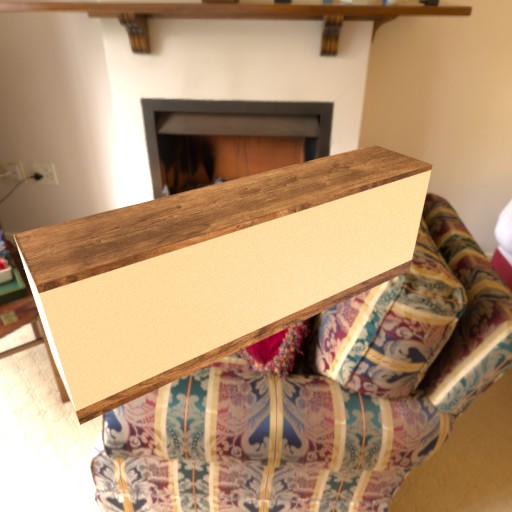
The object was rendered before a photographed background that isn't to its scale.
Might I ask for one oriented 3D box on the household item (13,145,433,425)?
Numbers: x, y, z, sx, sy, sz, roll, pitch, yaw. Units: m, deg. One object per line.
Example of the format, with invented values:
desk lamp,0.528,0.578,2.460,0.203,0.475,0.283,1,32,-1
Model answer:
household item,0.000,0.000,2.008,1.800,0.615,0.390,-20,37,-29
